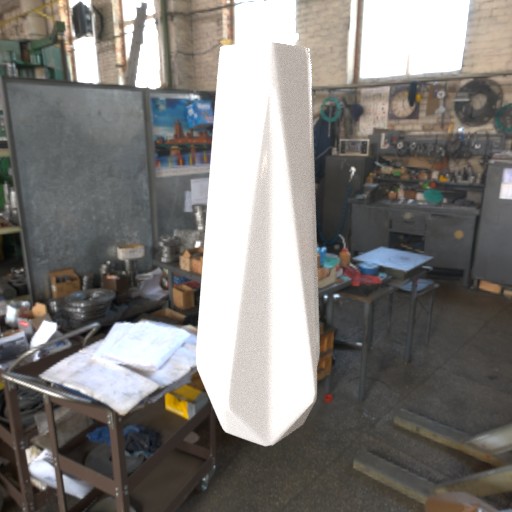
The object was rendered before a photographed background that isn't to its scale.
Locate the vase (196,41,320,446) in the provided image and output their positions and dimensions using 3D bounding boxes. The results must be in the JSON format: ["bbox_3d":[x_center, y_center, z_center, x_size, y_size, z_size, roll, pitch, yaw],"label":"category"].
[{"bbox_3d":[0.000,0.000,0.386,0.116,0.329,0.122,3,16,9],"label":"vase"}]
